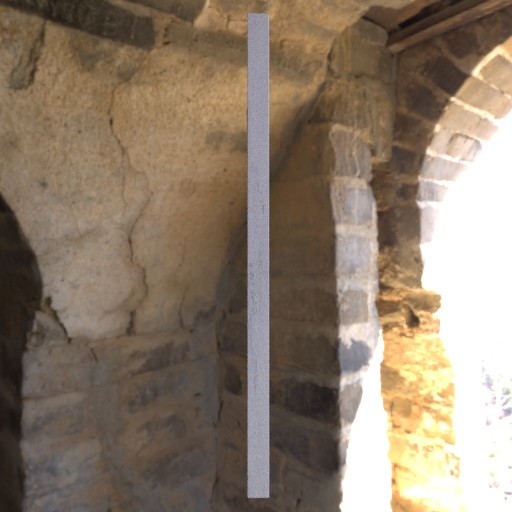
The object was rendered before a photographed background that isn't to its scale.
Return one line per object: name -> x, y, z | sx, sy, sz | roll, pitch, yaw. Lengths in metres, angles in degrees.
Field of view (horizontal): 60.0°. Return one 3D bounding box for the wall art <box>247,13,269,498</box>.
wall art -> 0.000, 0.000, 1.147 | 0.043, 0.914, 0.624 | 0, -1, -1
